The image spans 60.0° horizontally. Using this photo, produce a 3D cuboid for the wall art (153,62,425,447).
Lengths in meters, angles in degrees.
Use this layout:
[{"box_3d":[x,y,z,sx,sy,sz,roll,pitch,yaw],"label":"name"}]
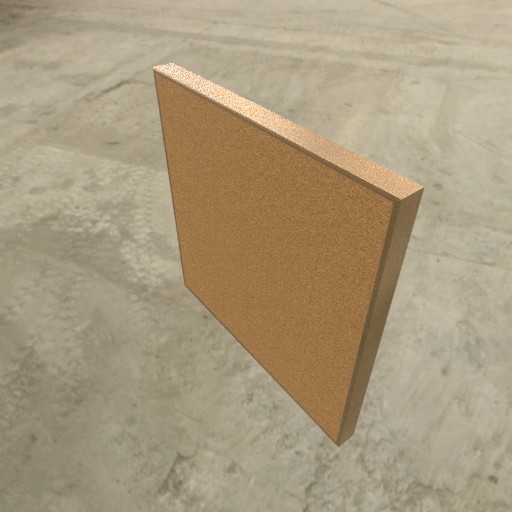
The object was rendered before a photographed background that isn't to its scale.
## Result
[{"box_3d":[0.000,0.000,0.766,0.038,0.511,0.513,-27,47,-28],"label":"wall art"}]
